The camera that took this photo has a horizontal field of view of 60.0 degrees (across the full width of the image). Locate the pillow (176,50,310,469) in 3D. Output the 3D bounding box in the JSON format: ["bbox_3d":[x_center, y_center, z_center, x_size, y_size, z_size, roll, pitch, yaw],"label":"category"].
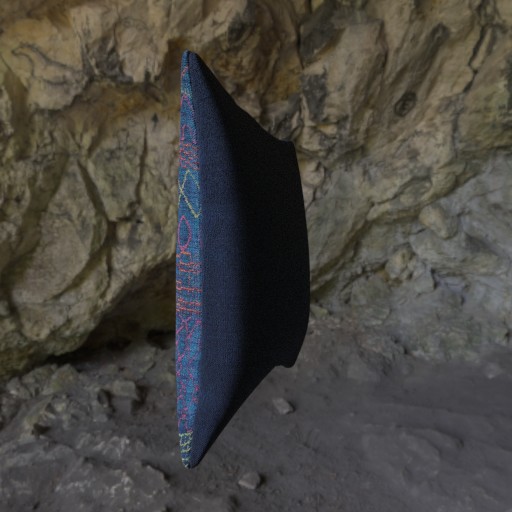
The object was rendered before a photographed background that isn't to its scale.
[{"bbox_3d":[0.000,0.000,0.645,0.141,0.431,0.431,0,1,18],"label":"pillow"}]
